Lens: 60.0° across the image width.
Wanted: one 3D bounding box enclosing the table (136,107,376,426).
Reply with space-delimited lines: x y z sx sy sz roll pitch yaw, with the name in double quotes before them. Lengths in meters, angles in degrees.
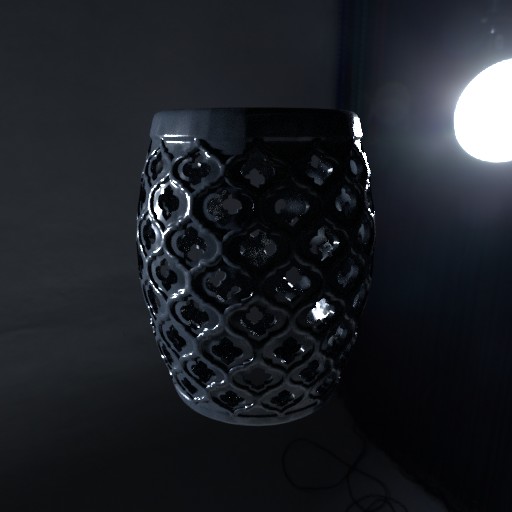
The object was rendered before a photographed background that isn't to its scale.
"table" 0.000 0.000 0.629 0.325 0.388 0.325 0 16 0
